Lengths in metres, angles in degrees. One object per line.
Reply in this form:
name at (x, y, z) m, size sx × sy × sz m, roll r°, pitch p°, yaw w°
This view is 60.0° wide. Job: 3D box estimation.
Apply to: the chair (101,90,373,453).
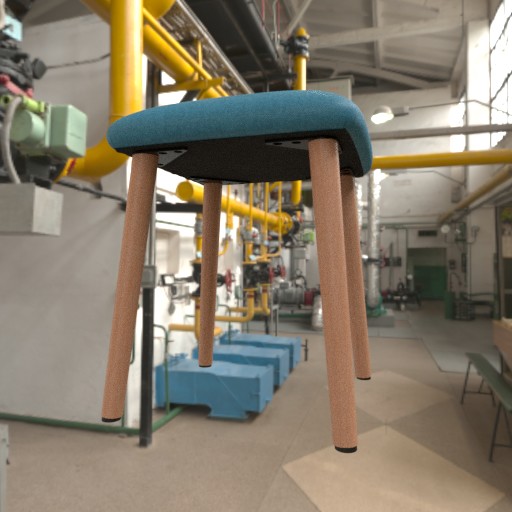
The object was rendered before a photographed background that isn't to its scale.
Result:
chair at (0.000, 0.000, 0.715) m, size 0.360 × 0.450 × 0.360 m, roll 0°, pitch 0°, yaw 17°
